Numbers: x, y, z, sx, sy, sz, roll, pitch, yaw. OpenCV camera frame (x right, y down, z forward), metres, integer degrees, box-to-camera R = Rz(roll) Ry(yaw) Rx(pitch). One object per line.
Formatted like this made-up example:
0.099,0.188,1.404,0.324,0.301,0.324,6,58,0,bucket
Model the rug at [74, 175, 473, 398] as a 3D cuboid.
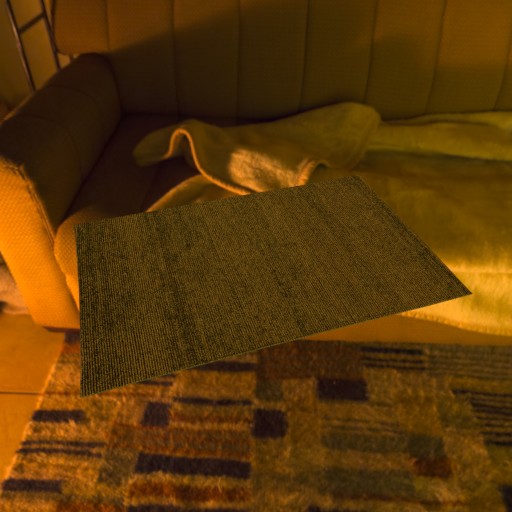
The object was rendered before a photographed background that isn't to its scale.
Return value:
0.000,0.000,2.279,1.777,0.021,1.145,-12,42,-13,rug
